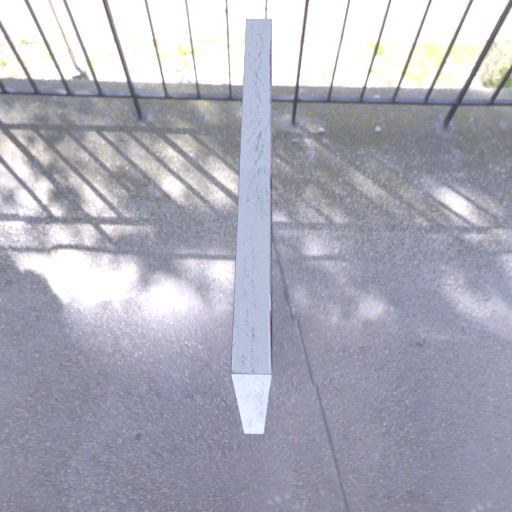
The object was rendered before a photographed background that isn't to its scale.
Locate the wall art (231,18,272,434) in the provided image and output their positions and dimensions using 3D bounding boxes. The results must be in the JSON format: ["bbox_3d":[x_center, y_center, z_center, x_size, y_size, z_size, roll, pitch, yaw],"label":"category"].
[{"bbox_3d":[0.000,0.000,0.747,0.038,0.508,0.508,1,62,0],"label":"wall art"}]
